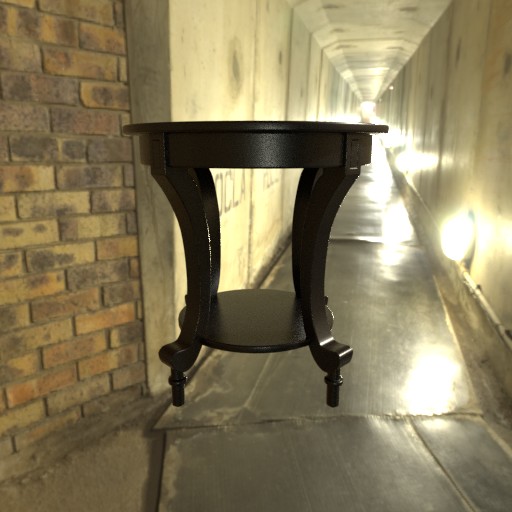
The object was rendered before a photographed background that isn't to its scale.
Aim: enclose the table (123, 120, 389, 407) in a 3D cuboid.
[{"bbox_3d":[0.000,0.000,1.108,0.597,0.618,0.597,0,14,0],"label":"table"}]
